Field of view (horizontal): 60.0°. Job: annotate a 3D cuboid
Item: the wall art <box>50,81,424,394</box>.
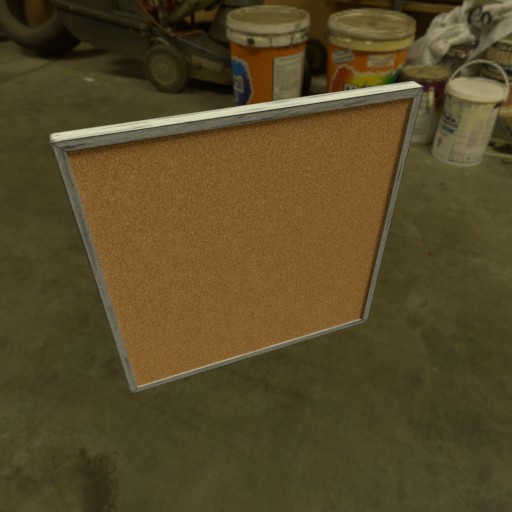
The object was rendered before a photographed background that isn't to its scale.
[{"bbox_3d":[0.000,0.000,1.113,0.761,0.761,0.037,-14,42,-16],"label":"wall art"}]
